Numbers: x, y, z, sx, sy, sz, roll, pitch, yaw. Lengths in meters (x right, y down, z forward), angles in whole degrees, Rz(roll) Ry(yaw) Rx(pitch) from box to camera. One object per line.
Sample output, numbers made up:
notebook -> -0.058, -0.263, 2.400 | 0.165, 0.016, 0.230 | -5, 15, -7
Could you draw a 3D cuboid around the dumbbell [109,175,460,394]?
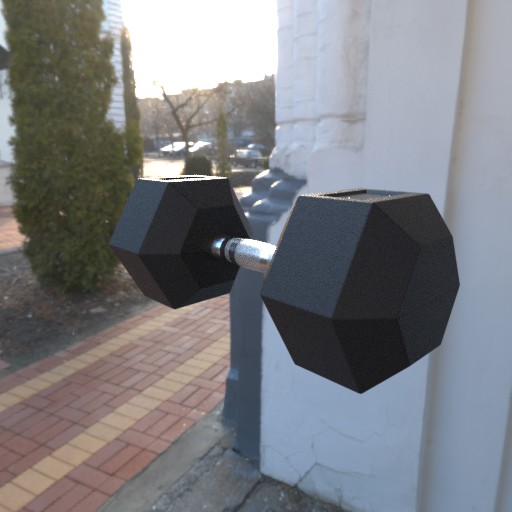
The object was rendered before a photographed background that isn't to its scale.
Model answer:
dumbbell -> 0.000, 0.000, 0.470 | 0.173, 0.150, 0.384 | -13, 19, -42
